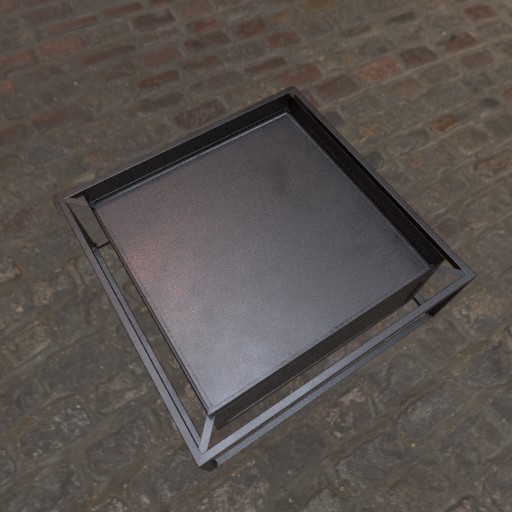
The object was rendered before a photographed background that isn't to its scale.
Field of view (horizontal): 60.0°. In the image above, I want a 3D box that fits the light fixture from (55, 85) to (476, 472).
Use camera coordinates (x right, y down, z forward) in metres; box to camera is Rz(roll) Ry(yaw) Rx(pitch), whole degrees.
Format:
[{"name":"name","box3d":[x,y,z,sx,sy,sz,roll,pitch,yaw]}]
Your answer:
[{"name":"light fixture","box3d":[0.000,0.000,0.701,0.441,0.191,0.441,-30,67,-14]}]
